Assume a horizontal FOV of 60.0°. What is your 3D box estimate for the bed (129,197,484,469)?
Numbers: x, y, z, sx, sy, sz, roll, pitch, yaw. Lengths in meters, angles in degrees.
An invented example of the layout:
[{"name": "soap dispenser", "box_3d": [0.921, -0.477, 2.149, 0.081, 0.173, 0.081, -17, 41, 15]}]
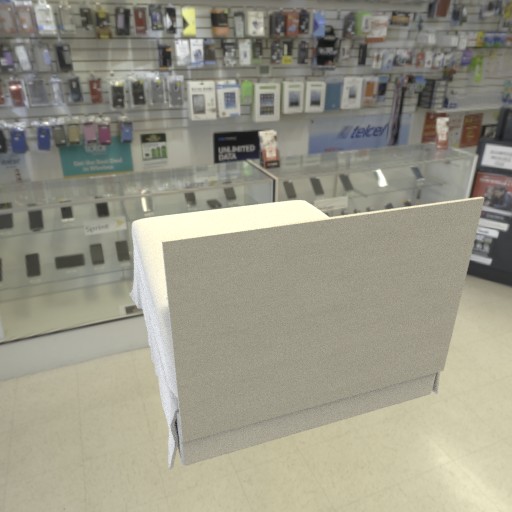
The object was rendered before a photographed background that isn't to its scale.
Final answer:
[{"name": "bed", "box_3d": [0.000, 0.000, 3.141, 1.745, 1.335, 2.094, -9, 27, -17]}]
